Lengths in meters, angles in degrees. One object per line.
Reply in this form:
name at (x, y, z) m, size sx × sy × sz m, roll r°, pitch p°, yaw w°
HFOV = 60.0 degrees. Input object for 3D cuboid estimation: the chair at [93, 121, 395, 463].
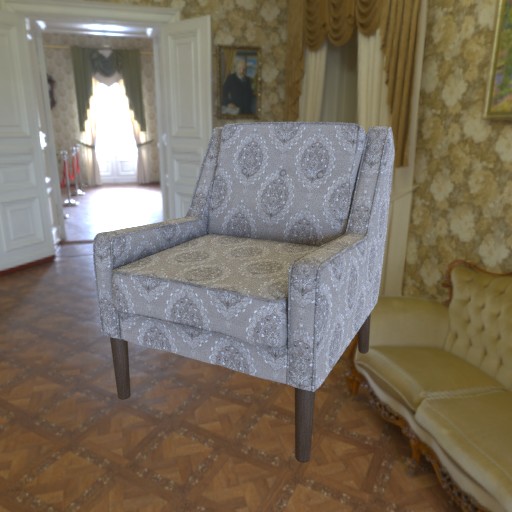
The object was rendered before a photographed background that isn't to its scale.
chair at (0.000, 0.000, 1.365) m, size 0.665 × 0.797 × 0.750 m, roll 8°, pitch 18°, yaw 26°
